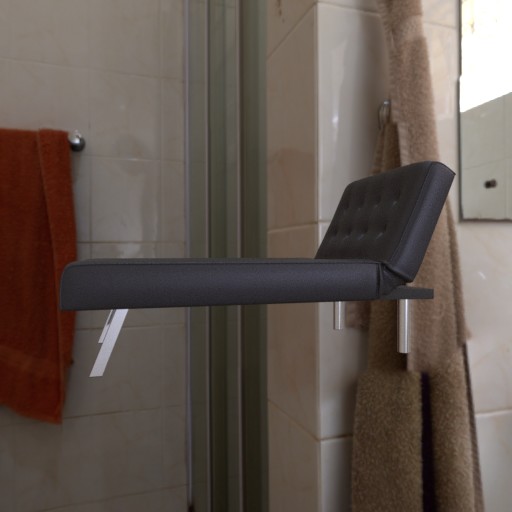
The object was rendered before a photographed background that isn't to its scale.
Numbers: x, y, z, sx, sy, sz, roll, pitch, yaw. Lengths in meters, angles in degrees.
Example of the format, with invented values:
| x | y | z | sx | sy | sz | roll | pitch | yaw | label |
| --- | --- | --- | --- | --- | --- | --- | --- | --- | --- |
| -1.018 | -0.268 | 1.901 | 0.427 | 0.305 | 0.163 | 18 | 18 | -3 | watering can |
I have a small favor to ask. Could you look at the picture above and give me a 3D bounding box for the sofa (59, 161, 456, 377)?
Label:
| x | y | z | sx | sy | sz | roll | pitch | yaw | label |
| --- | --- | --- | --- | --- | --- | --- | --- | --- | --- |
| 0.000 | 0.000 | 2.009 | 1.560 | 0.820 | 0.760 | 0 | 0 | -17 | sofa |
